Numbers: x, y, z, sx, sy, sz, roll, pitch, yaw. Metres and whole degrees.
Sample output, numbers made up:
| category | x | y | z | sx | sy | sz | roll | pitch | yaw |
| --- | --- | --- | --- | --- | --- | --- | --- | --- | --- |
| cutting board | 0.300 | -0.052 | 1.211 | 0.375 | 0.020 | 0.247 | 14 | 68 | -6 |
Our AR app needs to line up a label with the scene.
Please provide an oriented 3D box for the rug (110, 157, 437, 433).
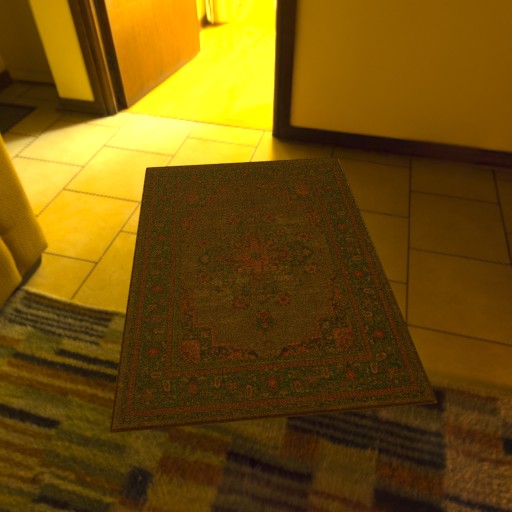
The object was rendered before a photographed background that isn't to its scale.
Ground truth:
| category | x | y | z | sx | sy | sz | roll | pitch | yaw |
| --- | --- | --- | --- | --- | --- | --- | --- | --- | --- |
| rug | 0.000 | 0.000 | 2.927 | 1.609 | 0.013 | 2.214 | -4 | 45 | -4 |
